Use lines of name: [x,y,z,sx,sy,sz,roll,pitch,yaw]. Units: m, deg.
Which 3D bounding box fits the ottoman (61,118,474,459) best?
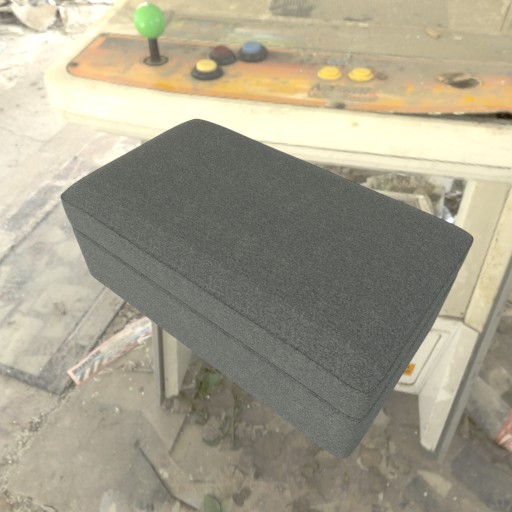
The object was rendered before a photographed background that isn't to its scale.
ottoman: [0.000,0.000,1.534,1.173,0.494,0.681,30,53,26]
